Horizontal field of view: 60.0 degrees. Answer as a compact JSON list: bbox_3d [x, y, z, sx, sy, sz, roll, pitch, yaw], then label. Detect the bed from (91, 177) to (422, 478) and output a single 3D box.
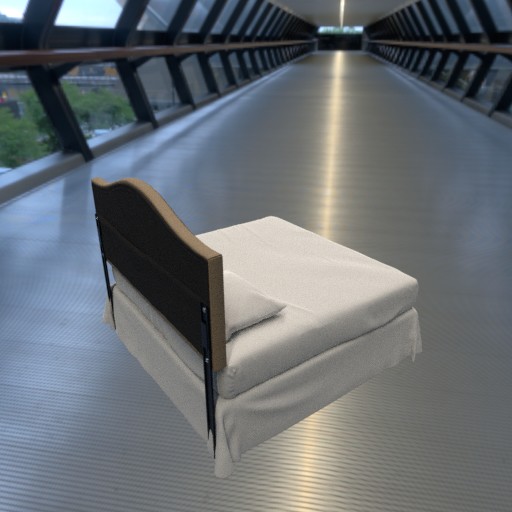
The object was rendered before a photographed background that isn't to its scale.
[{"bbox_3d":[0.000,0.000,3.848,2.222,1.651,2.311,-17,30,-32],"label":"bed"}]
